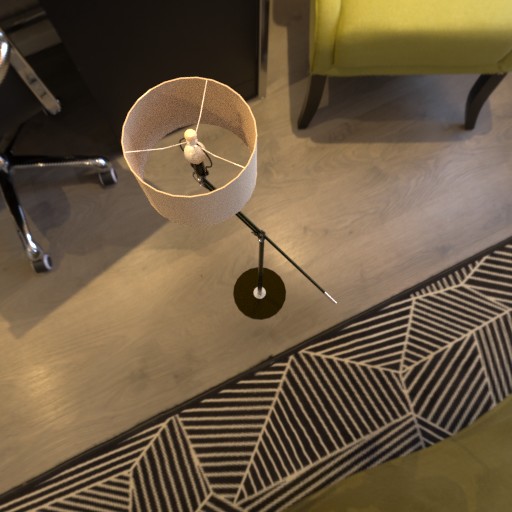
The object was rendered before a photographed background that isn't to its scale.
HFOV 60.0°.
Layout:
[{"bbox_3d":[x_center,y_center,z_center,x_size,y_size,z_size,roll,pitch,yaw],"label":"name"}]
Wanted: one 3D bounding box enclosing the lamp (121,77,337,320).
[{"bbox_3d":[0.000,0.000,1.969,0.809,1.635,0.373,32,77,8],"label":"lamp"}]
